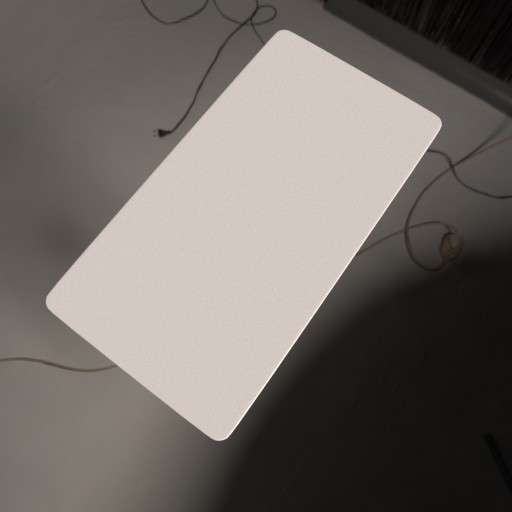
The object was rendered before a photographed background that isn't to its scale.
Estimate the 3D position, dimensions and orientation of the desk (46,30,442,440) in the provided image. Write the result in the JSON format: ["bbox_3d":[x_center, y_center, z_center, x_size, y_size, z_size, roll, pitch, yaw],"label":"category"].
[{"bbox_3d":[0.000,0.000,1.342,0.475,0.763,0.877,35,76,10],"label":"desk"}]
